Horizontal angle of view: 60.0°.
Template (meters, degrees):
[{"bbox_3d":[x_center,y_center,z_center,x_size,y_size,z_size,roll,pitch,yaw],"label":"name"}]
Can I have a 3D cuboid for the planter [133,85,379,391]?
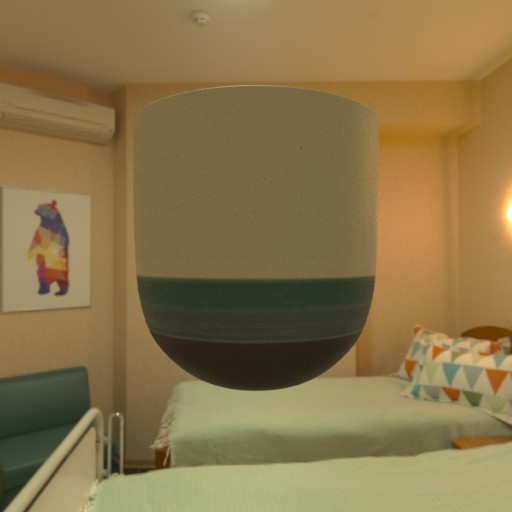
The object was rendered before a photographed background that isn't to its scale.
[{"bbox_3d":[0.000,0.000,0.380,0.204,0.214,0.204,0,0,0],"label":"planter"}]
